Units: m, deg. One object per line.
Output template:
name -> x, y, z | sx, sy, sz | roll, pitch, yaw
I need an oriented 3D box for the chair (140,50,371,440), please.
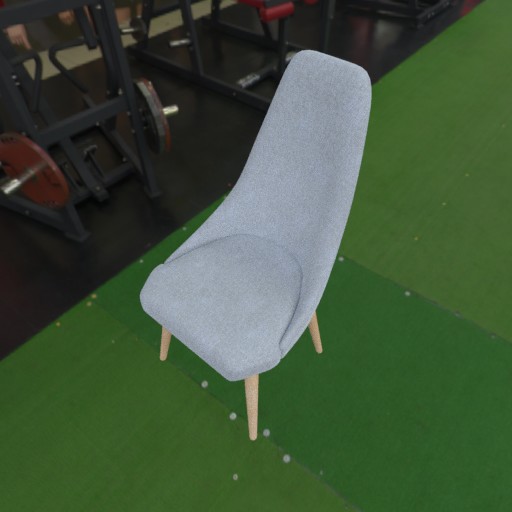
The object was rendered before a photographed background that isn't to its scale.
chair -> 0.000, 0.000, 1.397 | 0.510, 1.040, 0.660 | 32, 55, 27
